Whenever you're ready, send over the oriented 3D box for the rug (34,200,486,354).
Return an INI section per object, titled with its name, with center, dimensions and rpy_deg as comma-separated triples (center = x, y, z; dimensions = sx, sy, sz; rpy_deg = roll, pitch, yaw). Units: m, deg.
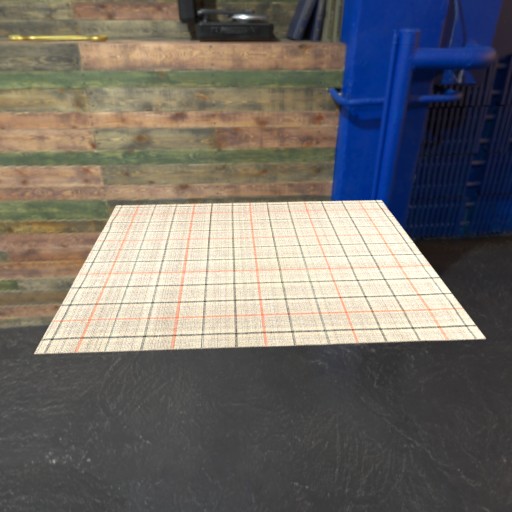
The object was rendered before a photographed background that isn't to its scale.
[rug]
center = 0.000, 0.000, 4.036
dimensions = 3.048, 0.012, 2.444
rpy_deg = -1, 30, -2
